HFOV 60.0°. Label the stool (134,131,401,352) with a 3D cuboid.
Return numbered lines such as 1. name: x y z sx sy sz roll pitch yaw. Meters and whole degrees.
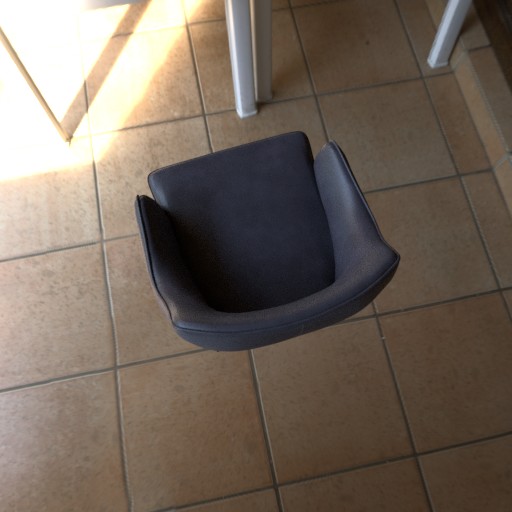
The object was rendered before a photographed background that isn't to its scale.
1. stool: 0.000 0.000 1.281 0.550 0.936 0.560 -17 74 -5
